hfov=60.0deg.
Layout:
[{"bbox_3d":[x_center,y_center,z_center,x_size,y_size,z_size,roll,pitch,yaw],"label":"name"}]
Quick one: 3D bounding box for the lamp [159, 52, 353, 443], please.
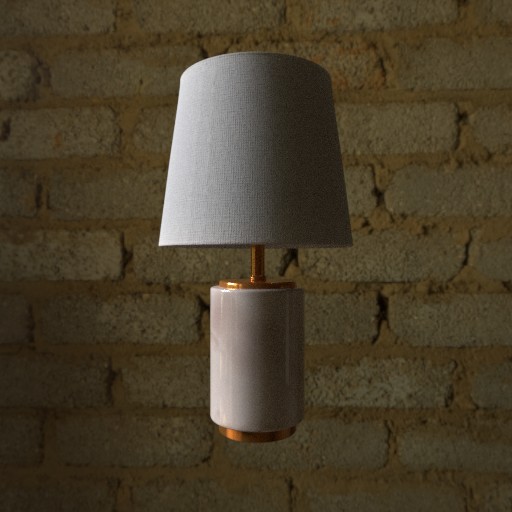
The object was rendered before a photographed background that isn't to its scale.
[{"bbox_3d":[0.000,0.000,0.442,0.189,0.340,0.189,0,0,0],"label":"lamp"}]
